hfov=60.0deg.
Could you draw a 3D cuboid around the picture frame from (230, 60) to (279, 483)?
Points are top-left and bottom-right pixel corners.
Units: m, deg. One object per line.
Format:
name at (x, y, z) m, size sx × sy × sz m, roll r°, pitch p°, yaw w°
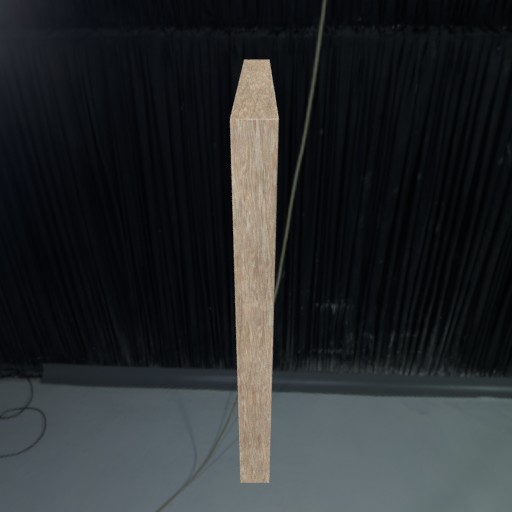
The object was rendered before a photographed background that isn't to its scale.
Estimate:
picture frame at (0.000, 0.000, 0.704) m, size 0.043 × 0.526 × 0.424 m, roll 0°, pitch 30°, yaw 0°
